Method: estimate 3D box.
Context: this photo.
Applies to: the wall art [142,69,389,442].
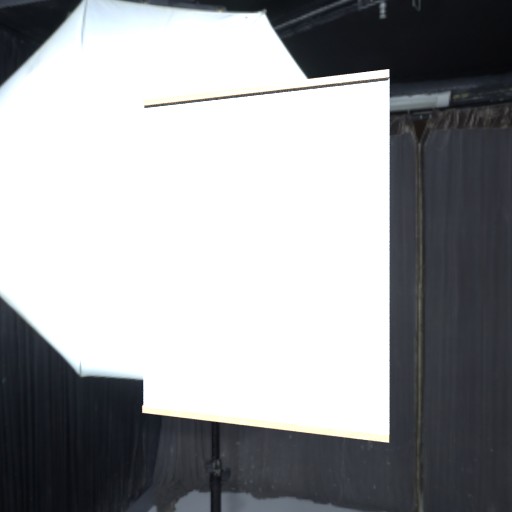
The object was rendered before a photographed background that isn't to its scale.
[{"bbox_3d":[0.000,0.000,0.797,0.459,0.608,0.012,0,0,18],"label":"wall art"}]
